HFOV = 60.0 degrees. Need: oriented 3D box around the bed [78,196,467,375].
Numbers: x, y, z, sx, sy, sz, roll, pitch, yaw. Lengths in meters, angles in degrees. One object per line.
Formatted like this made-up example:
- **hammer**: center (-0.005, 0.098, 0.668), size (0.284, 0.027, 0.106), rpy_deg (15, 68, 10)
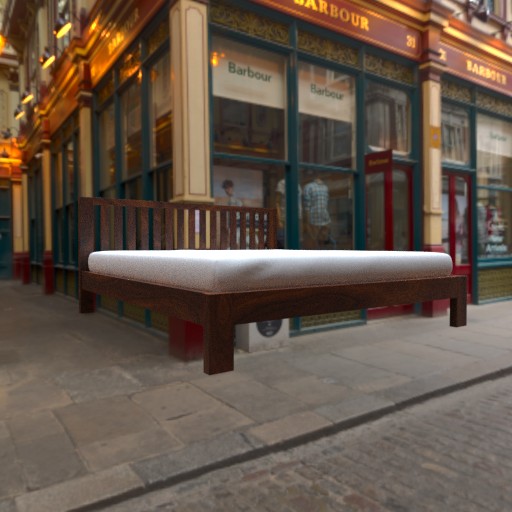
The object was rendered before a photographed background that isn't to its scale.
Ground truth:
- **bed**: center (0.000, 0.000, 3.136), size (1.905, 0.890, 2.030), rpy_deg (-1, 2, -35)
